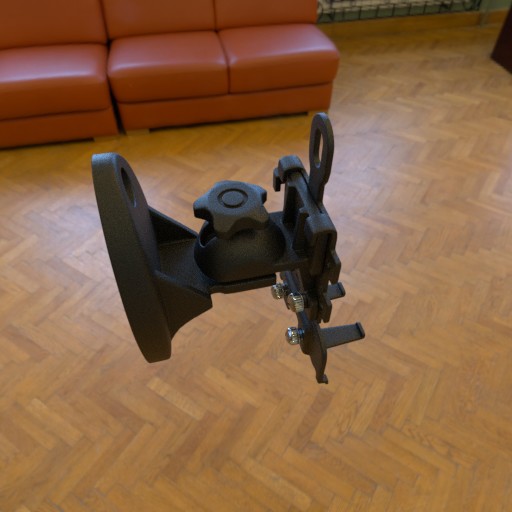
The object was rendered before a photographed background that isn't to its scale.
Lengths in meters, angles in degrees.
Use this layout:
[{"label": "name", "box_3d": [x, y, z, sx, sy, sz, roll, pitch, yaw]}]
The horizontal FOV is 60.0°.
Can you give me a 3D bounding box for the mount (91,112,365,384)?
[{"label": "mount", "box_3d": [0.000, 0.000, 0.178, 0.100, 0.118, 0.066, -10, 48, -9]}]
